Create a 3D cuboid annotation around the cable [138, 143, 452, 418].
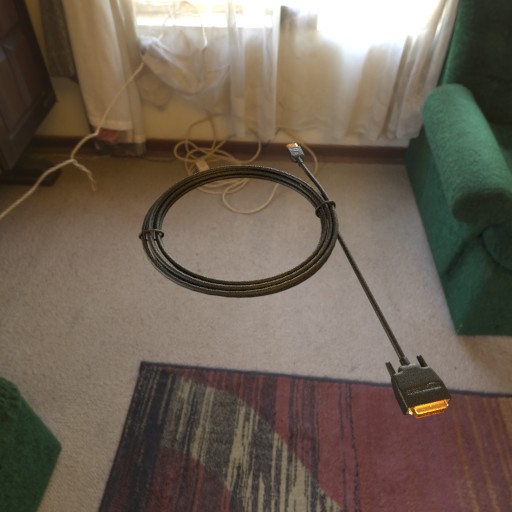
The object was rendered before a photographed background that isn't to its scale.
[{"bbox_3d":[0.000,0.000,0.503,0.257,0.030,0.422,-9,47,-9],"label":"cable"}]
